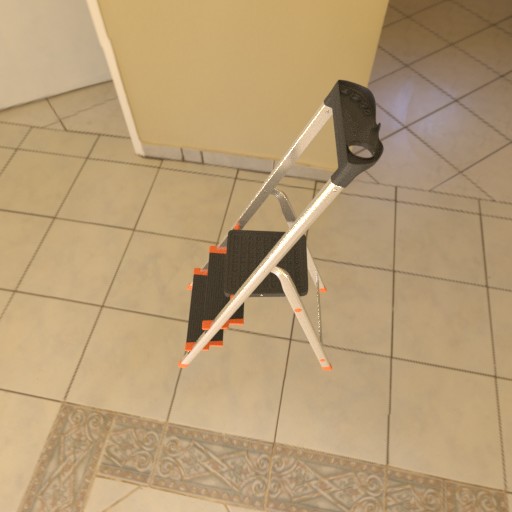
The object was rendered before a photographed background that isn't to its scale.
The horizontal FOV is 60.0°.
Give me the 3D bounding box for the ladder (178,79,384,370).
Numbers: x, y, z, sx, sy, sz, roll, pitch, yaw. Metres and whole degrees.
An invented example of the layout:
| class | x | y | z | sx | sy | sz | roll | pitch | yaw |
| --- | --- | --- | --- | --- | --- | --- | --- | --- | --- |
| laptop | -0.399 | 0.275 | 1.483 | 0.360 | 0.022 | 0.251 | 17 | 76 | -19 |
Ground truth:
| class | x | y | z | sx | sy | sz | roll | pitch | yaw |
| --- | --- | --- | --- | --- | --- | --- | --- | --- | --- |
| ladder | 0.000 | 0.000 | 1.565 | 0.686 | 1.229 | 0.416 | 1 | 58 | 1 |
